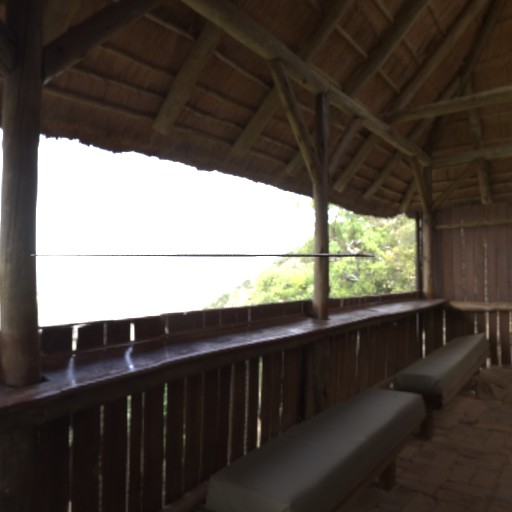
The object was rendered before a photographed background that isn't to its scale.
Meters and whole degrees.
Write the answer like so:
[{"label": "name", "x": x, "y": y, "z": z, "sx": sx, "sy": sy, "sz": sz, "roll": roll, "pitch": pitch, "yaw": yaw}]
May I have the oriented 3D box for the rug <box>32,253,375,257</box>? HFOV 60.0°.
[{"label": "rug", "x": 0.000, "y": 0.000, "z": 3.055, "sx": 1.523, "sy": 0.008, "sz": 2.438, "roll": 0, "pitch": 0, "yaw": 16}]
